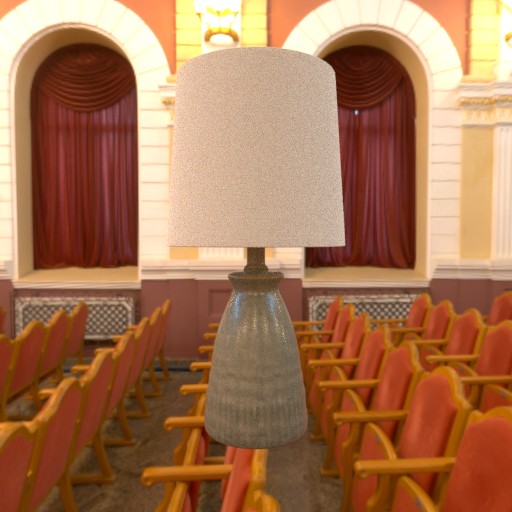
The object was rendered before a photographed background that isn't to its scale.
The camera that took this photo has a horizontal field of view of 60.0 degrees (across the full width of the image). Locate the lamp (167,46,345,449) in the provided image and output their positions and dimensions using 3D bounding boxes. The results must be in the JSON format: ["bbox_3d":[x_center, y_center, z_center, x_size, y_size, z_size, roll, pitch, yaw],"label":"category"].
[{"bbox_3d":[0.000,0.000,0.472,0.186,0.369,0.186,0,2,0],"label":"lamp"}]
